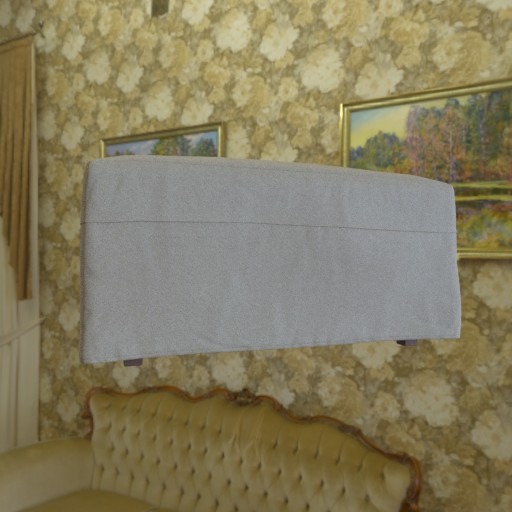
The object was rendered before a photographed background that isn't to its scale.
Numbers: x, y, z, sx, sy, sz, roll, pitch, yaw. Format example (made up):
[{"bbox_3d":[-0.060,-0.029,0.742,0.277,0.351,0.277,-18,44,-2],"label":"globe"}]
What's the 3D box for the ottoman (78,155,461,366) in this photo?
[{"bbox_3d":[0.000,0.000,1.192,0.872,0.444,0.590,0,-1,-18],"label":"ottoman"}]
